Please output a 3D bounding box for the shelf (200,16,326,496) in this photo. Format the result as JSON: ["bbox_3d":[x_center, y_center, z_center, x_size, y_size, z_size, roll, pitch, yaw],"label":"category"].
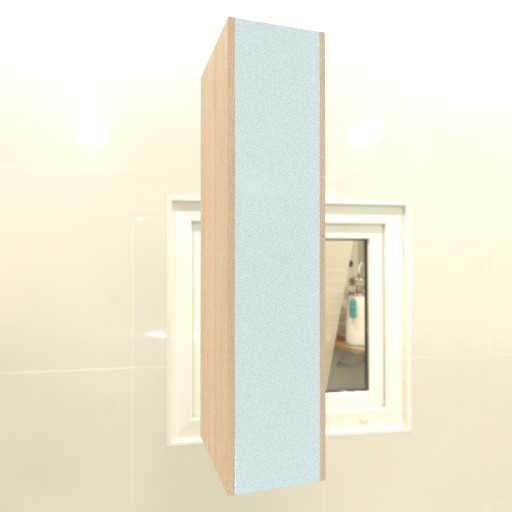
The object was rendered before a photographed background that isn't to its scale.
[{"bbox_3d":[0.000,0.000,0.981,0.197,0.882,0.290,0,0,-17],"label":"shelf"}]
